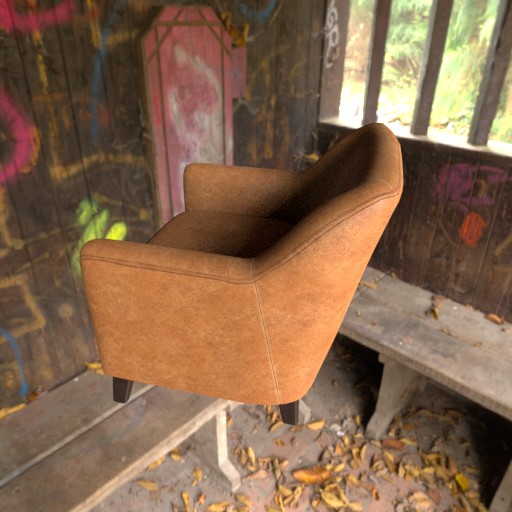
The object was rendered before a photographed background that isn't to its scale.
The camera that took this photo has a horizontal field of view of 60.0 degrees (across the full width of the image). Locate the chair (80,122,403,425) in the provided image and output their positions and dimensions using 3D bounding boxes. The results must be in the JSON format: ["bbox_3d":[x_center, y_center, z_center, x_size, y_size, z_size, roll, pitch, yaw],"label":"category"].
[{"bbox_3d":[0.000,0.000,1.845,1.034,0.980,1.037,7,30,13],"label":"chair"}]
